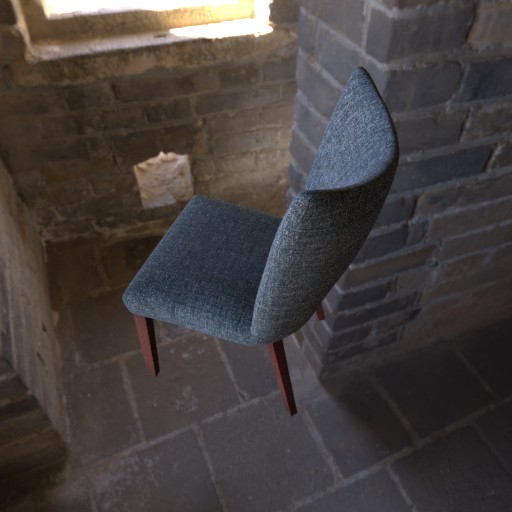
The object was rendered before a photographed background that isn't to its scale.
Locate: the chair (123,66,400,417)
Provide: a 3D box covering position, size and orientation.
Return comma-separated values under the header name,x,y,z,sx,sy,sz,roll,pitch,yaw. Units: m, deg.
name,x,y,z,sx,sy,sz,roll,pitch,yaw
chair,0.000,0.000,1.262,0.623,0.924,0.535,14,48,13
